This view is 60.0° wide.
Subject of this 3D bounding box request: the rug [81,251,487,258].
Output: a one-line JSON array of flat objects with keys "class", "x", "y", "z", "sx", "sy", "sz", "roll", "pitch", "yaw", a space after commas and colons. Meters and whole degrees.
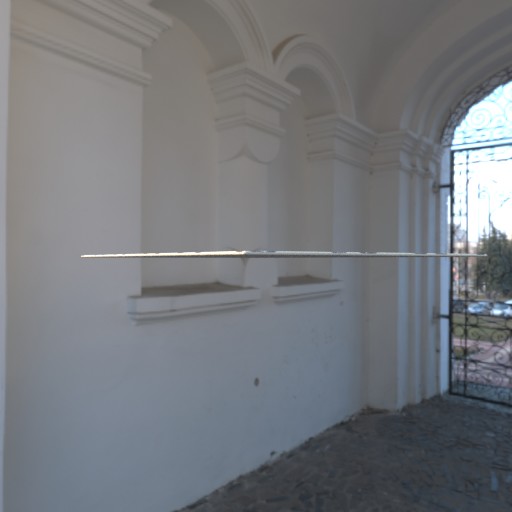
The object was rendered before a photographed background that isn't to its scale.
[{"class": "rug", "x": 0.000, "y": 0.000, "z": 3.873, "sx": 2.211, "sy": 0.021, "sz": 2.910, "roll": 0, "pitch": -1, "yaw": -36}]
